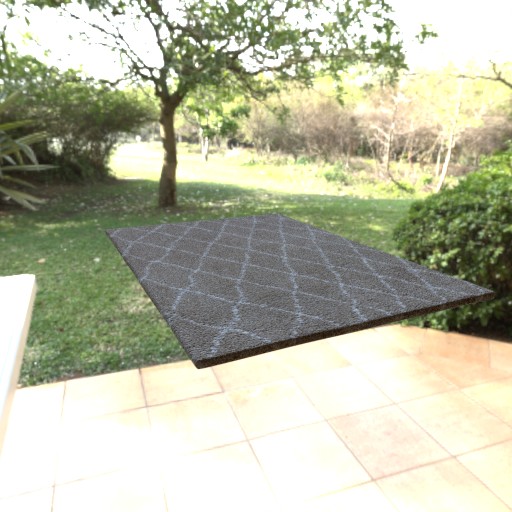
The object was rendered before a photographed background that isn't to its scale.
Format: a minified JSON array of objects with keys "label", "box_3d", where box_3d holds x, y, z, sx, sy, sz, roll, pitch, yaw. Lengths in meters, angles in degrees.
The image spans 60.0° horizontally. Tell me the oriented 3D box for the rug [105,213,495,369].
[{"label":"rug","box_3d":[0.000,0.000,2.231,1.219,0.030,1.778,-8,18,-25]}]
